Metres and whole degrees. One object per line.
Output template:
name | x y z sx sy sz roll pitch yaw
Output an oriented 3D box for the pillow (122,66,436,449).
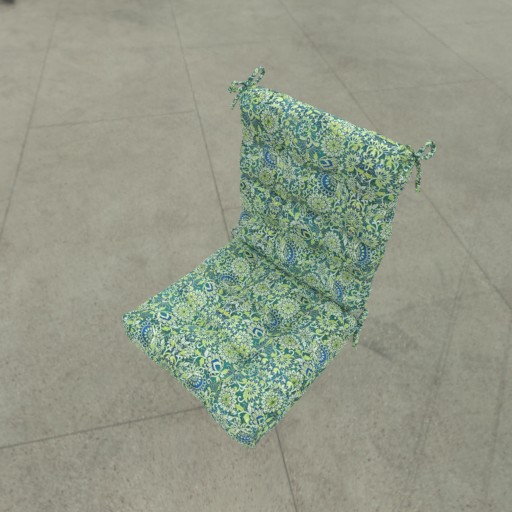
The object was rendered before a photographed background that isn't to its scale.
pillow | 0.000 0.000 1.058 0.519 0.605 0.571 34 55 27
